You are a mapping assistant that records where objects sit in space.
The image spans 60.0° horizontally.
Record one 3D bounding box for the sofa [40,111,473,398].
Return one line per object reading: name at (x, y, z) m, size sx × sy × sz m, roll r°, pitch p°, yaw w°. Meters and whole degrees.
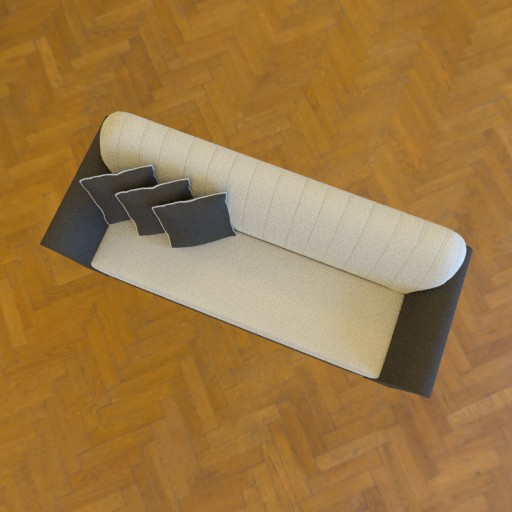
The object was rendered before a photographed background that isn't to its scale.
sofa at (0.000, 0.000, 2.369) m, size 2.001 × 0.787 × 0.755 m, roll 21°, pitch 78°, yaw 5°
